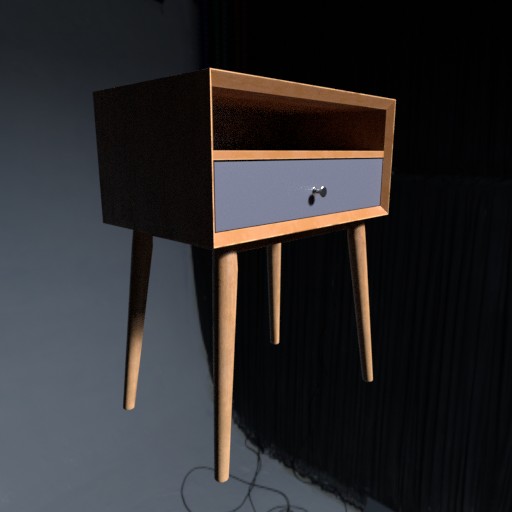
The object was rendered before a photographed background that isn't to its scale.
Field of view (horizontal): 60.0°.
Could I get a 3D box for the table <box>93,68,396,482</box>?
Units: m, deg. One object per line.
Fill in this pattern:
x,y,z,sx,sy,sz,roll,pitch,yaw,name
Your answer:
0.000,0.000,0.847,0.307,0.580,0.454,13,18,43,table
